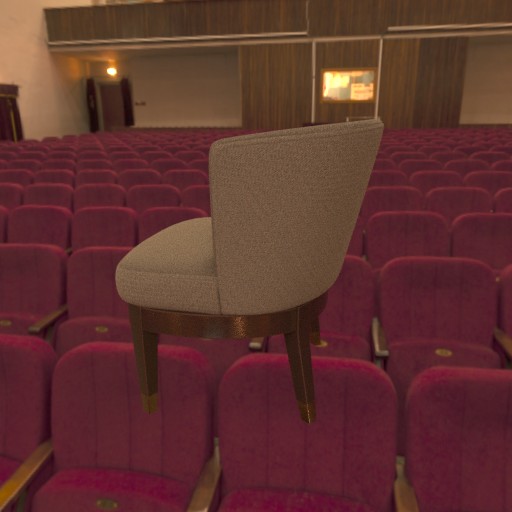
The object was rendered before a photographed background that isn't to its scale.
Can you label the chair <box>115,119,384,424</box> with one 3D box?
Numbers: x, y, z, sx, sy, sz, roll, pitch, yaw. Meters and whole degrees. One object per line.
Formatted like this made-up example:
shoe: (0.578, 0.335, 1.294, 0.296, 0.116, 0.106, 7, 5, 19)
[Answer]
chair: (0.000, 0.000, 1.297, 0.660, 0.760, 0.700, 3, 16, 9)
